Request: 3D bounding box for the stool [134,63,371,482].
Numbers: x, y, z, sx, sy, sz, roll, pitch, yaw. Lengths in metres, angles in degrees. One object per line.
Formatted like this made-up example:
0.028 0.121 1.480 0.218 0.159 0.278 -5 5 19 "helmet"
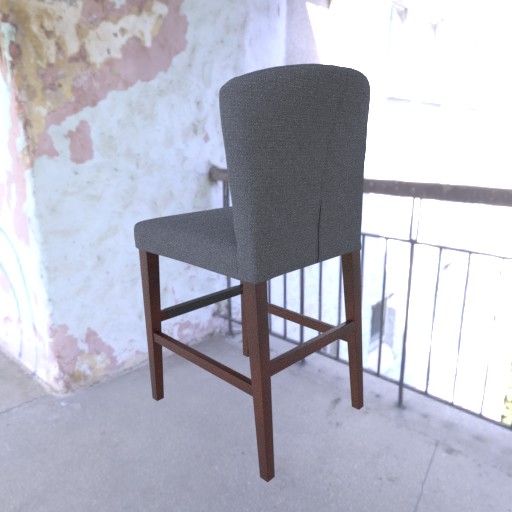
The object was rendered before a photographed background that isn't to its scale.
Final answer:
0.000 0.000 1.281 0.568 0.968 0.479 15 21 42 "stool"
